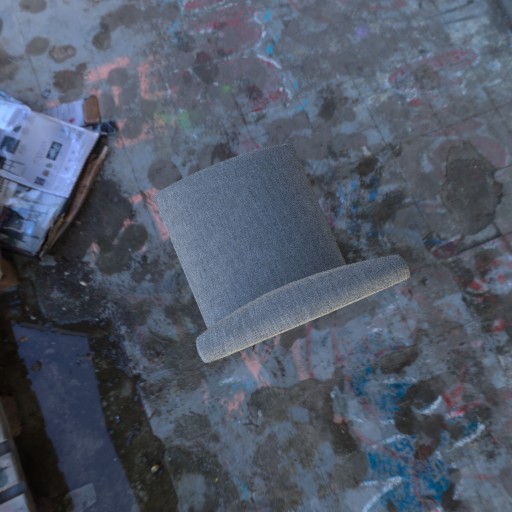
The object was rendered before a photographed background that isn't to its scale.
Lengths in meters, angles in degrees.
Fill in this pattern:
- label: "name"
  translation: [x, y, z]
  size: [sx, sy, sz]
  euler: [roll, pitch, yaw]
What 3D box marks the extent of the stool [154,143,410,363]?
- label: "stool"
  translation: [0.000, 0.000, 1.422]
  size: [0.451, 1.138, 0.552]
  euler: [-22, 77, -5]
